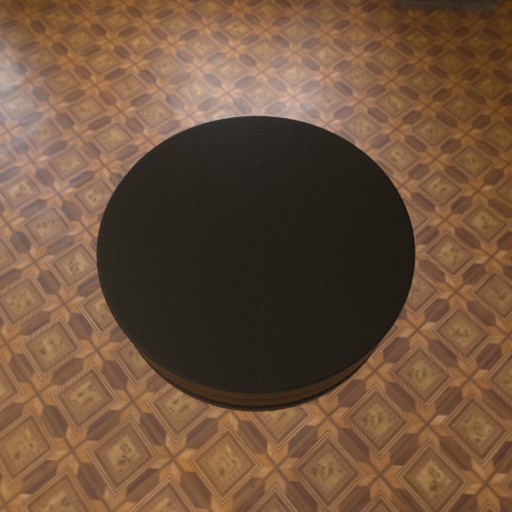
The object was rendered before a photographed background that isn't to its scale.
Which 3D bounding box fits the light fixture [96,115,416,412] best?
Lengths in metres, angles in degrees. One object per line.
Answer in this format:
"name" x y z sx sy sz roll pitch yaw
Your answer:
"light fixture" 0.000 0.000 0.436 0.283 0.097 0.283 0 62 0
